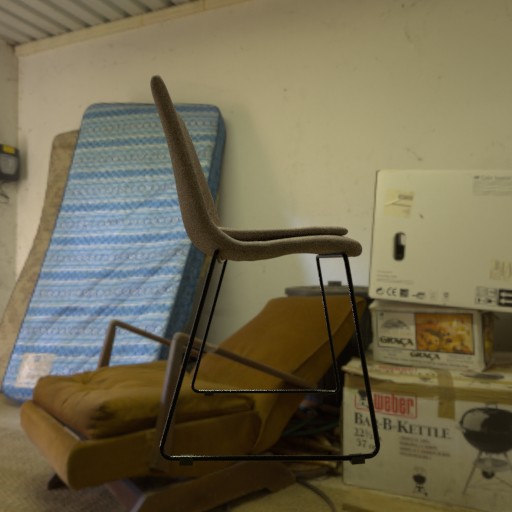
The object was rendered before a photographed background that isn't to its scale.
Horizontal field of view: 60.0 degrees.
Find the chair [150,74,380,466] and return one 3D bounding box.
[{"bbox_3d":[0.000,0.000,1.146,0.518,0.858,0.479,0,-1,0],"label":"chair"}]
